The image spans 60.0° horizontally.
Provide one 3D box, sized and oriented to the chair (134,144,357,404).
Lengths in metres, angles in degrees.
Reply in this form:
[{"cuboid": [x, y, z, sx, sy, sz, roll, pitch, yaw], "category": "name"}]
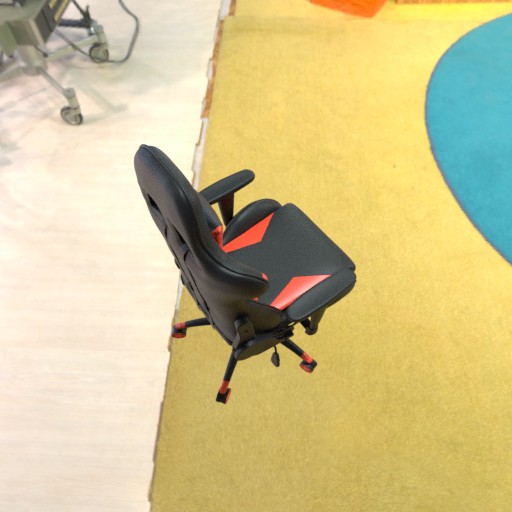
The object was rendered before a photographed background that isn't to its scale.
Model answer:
[{"cuboid": [0.000, 0.000, 1.667, 0.730, 1.282, 0.695, -32, 62, -19], "category": "chair"}]
